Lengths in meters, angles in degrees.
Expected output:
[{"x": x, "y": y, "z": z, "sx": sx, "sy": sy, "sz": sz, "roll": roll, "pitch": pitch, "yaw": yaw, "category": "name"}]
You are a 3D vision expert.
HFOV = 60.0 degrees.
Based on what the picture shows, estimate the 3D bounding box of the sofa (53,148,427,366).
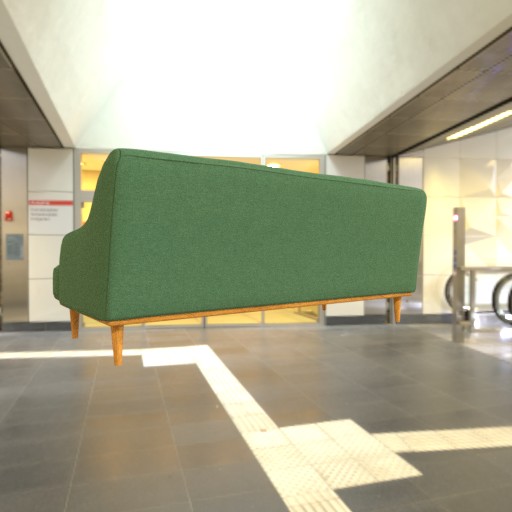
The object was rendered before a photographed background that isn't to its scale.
[{"x": 0.000, "y": 0.000, "z": 2.607, "sx": 2.057, "sy": 0.871, "sz": 0.978, "roll": -1, "pitch": 1, "yaw": -36, "category": "sofa"}]
